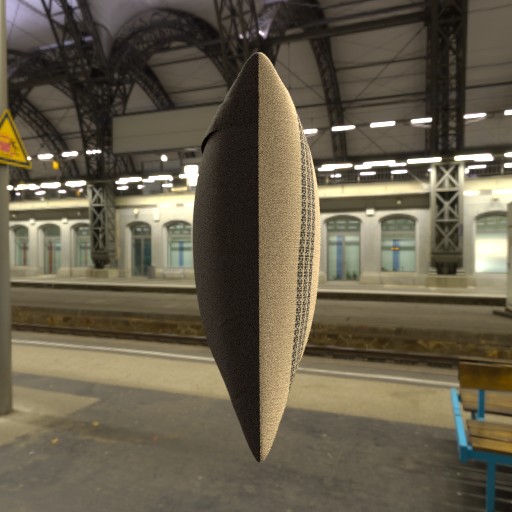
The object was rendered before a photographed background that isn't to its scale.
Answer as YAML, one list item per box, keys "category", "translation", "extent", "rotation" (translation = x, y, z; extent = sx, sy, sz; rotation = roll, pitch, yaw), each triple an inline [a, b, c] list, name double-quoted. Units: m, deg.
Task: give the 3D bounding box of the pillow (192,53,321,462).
- category: "pillow"
  translation: [0.000, 0.000, 0.632]
  extent: [0.173, 0.406, 0.405]
  rotation: [0, 0, -1]
